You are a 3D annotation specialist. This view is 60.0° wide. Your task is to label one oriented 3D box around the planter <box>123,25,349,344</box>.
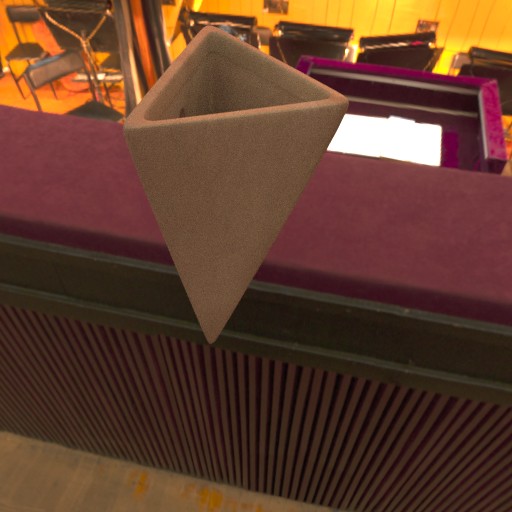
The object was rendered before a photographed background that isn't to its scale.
[{"bbox_3d":[0.000,0.000,0.270,0.081,0.224,0.101,10,48,9],"label":"planter"}]
